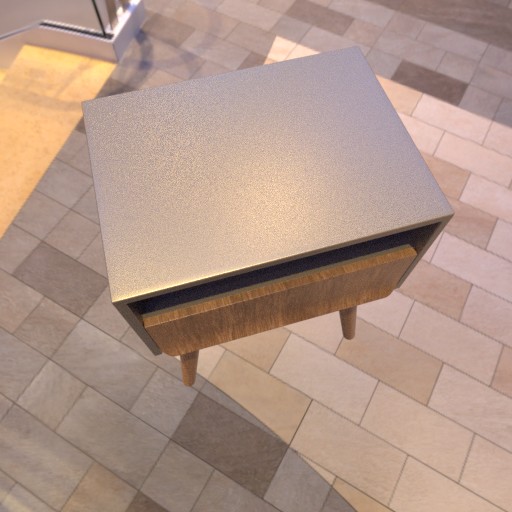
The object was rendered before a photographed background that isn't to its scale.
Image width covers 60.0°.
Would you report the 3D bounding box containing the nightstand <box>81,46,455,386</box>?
[{"bbox_3d":[0.000,0.000,0.737,0.370,0.508,0.288,-14,64,-7],"label":"nightstand"}]
